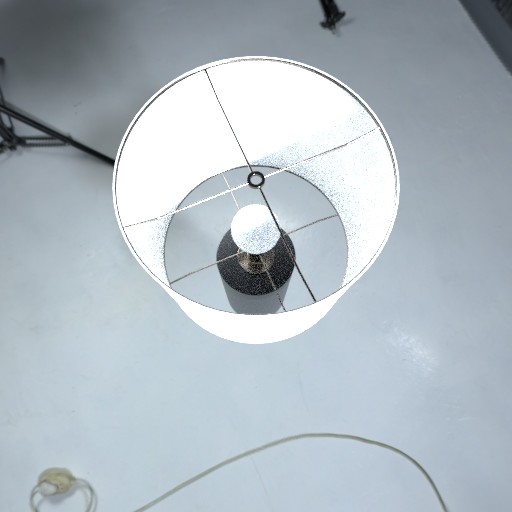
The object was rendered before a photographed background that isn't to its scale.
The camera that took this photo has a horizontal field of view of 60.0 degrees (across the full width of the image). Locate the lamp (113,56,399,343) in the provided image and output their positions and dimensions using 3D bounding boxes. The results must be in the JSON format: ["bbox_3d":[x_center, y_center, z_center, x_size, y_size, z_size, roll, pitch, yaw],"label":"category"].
[{"bbox_3d":[0.000,0.000,0.605,0.241,0.482,0.240,-22,75,-6],"label":"lamp"}]
